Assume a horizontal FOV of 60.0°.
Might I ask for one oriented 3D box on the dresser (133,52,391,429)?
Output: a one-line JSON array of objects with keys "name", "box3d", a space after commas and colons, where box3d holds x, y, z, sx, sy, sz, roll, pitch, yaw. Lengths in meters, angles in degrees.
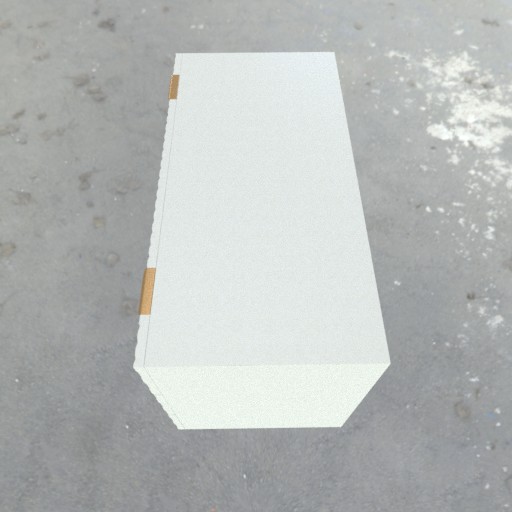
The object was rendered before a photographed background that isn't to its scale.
[{"name": "dresser", "box3d": [0.000, 0.000, 1.317, 0.457, 0.721, 0.905, -1, 58, 0]}]
